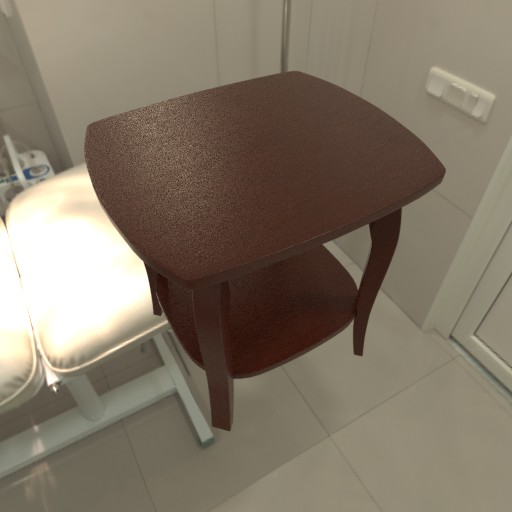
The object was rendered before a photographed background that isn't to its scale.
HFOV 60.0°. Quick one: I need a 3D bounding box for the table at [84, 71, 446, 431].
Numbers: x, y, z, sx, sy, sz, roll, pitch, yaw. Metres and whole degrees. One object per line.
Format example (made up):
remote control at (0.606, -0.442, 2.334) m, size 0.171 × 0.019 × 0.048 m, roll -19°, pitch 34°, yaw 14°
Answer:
table at (0.000, 0.000, 0.875) m, size 0.502 × 0.496 × 0.433 m, roll -23°, pitch 50°, yaw -20°
